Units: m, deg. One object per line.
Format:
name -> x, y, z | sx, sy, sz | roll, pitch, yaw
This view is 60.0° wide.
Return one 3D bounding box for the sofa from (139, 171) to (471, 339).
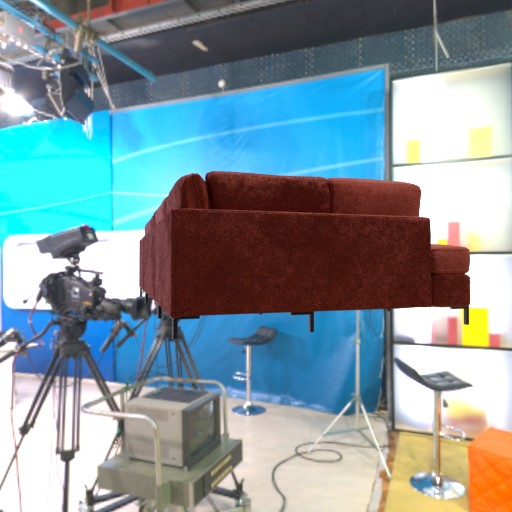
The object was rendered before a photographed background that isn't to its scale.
sofa -> 0.000, 0.000, 4.363 | 2.055, 0.992, 3.434 | 0, -1, -18
